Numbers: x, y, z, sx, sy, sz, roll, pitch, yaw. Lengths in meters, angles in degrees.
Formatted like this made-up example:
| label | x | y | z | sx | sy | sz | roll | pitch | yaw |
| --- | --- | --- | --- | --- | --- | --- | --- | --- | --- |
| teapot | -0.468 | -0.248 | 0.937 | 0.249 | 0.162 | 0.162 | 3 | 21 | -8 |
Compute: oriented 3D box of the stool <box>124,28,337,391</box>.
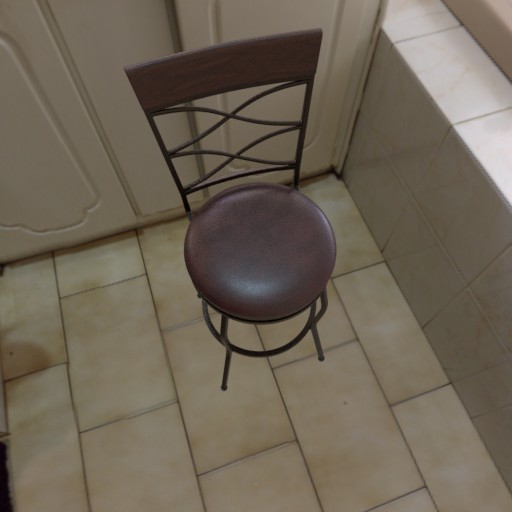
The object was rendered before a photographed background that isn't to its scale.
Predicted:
| label | x | y | z | sx | sy | sz | roll | pitch | yaw |
| --- | --- | --- | --- | --- | --- | --- | --- | --- | --- |
| stool | 0.000 | 0.000 | 1.369 | 0.448 | 1.130 | 0.513 | -15 | 64 | -7 |
